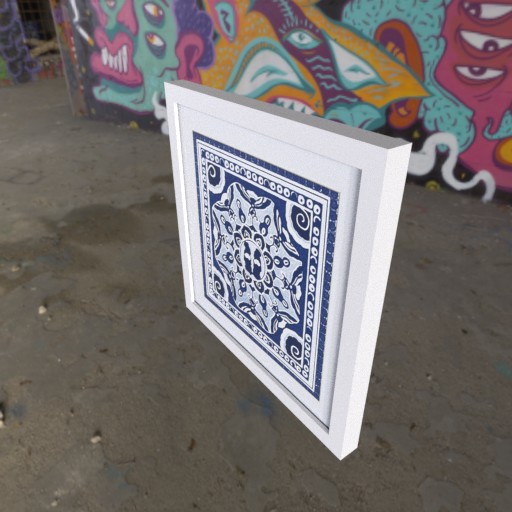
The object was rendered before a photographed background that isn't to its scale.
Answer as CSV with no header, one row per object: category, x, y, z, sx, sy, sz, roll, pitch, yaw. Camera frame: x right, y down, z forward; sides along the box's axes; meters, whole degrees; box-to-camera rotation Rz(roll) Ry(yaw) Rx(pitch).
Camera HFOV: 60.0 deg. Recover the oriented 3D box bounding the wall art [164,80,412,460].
wall art,0.000,0.000,0.537,0.027,0.355,0.355,-21,36,-31
